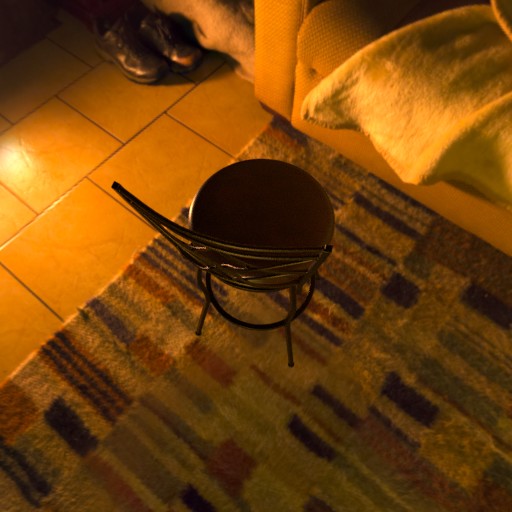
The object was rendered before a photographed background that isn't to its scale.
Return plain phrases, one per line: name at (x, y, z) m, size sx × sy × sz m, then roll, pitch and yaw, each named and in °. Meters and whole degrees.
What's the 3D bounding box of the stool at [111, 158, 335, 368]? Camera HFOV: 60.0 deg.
stool at (0.000, 0.000, 1.401) m, size 0.434 × 1.117 × 0.534 m, roll 17°, pitch 64°, yaw 9°
